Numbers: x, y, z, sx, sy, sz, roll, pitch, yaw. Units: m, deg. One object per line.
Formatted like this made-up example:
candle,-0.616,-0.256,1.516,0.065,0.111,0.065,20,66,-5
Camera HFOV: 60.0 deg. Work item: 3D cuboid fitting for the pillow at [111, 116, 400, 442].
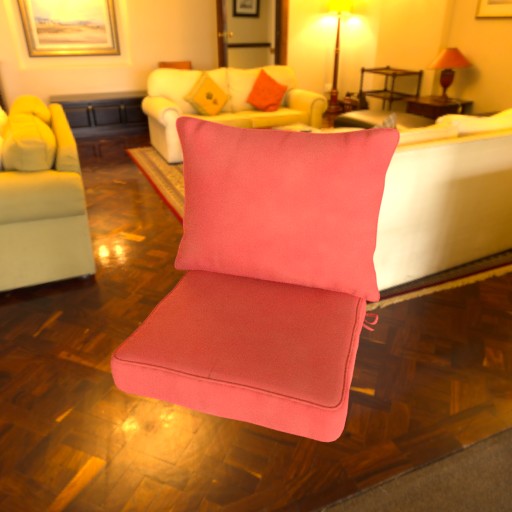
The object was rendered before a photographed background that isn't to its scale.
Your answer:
pillow,0.000,0.000,1.397,0.798,0.725,0.733,8,29,15
